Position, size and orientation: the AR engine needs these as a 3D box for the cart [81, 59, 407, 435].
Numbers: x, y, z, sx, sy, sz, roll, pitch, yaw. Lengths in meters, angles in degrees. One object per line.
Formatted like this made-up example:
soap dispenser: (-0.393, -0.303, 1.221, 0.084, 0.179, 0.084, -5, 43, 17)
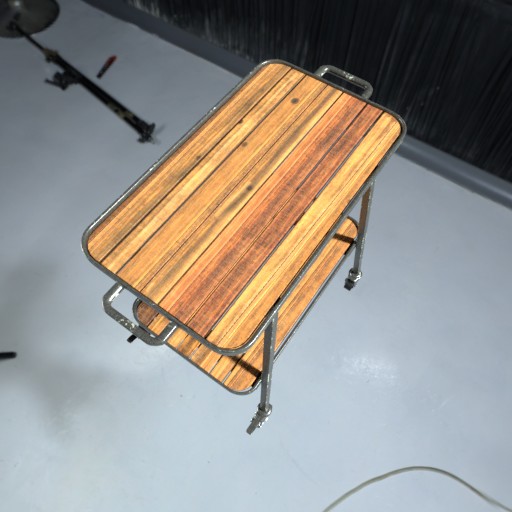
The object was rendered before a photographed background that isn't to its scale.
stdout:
cart: (0.000, 0.000, 1.250, 0.515, 0.700, 0.806, 32, 66, 16)
